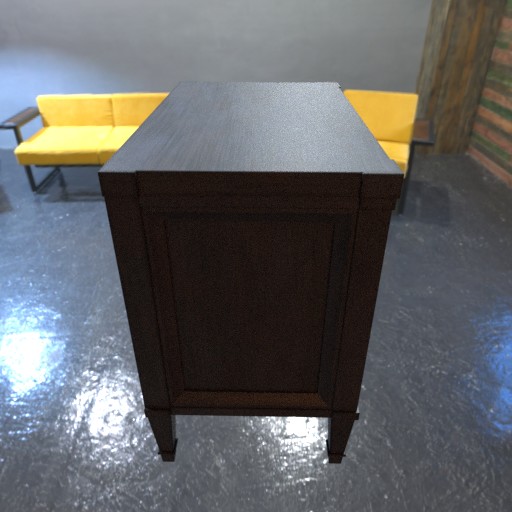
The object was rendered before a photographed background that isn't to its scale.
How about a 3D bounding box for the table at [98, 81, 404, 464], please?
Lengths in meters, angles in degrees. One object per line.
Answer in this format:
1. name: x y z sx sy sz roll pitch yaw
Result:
1. table: 0.000 0.000 1.044 0.413 0.660 0.660 1 31 1
